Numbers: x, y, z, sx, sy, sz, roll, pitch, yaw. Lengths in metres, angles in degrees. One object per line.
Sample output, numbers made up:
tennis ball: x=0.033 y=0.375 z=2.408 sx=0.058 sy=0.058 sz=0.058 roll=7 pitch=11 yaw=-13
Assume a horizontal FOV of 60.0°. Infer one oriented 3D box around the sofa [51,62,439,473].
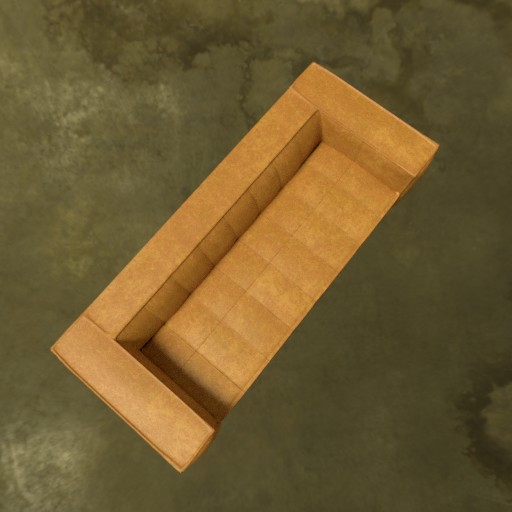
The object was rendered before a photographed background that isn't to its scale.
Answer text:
sofa: x=0.000 y=0.000 z=3.057 sx=1.102 sy=0.701 sz=2.581 roll=38 pitch=79 yaw=9
